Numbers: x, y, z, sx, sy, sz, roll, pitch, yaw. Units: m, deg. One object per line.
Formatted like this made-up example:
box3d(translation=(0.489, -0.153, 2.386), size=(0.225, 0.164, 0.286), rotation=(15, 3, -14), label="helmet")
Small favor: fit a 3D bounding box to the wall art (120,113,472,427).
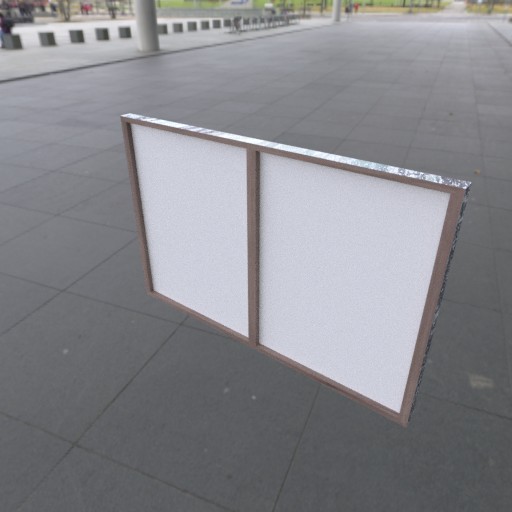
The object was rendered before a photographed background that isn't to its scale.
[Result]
box3d(translation=(0.000, 0.000, 1.152), size=(0.919, 0.598, 0.038), rotation=(21, 36, 32), label="wall art")
